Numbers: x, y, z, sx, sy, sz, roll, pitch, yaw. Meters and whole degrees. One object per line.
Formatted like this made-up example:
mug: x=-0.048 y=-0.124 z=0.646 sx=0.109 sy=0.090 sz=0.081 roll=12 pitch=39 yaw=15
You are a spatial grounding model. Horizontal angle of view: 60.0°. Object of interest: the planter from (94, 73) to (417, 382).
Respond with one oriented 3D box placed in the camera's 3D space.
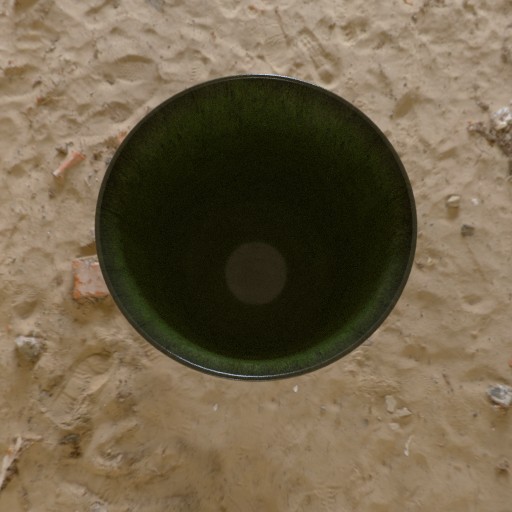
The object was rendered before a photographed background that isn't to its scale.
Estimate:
planter: x=0.000 y=0.000 z=0.467 sx=0.245 sy=0.270 sz=0.245 roll=0 pitch=76 yaw=0
